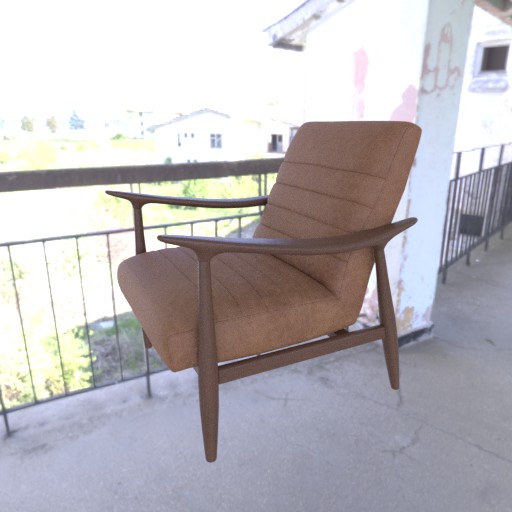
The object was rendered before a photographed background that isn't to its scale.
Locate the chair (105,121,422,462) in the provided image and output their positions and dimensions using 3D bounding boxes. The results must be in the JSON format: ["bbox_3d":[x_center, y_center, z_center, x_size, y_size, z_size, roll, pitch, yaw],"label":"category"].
[{"bbox_3d":[0.000,0.000,1.427,0.798,0.832,0.741,-9,19,-26],"label":"chair"}]
